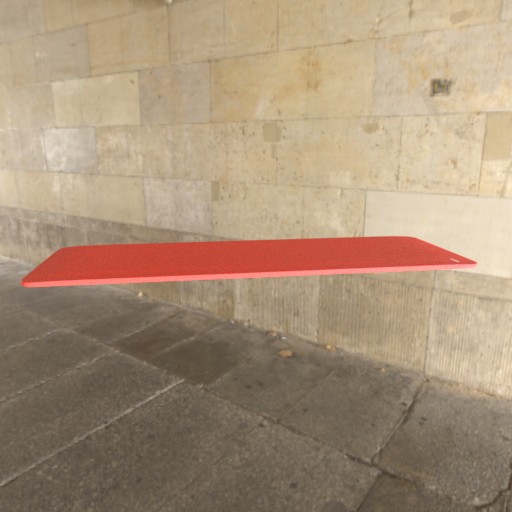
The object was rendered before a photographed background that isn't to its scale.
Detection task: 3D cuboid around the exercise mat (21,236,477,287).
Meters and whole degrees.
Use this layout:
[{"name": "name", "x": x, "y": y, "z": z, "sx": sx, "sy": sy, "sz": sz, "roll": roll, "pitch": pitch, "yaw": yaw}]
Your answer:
[{"name": "exercise mat", "x": 0.000, "y": 0.000, "z": 2.040, "sx": 1.869, "sy": 0.021, "sz": 0.616, "roll": -2, "pitch": 14, "yaw": -8}]
